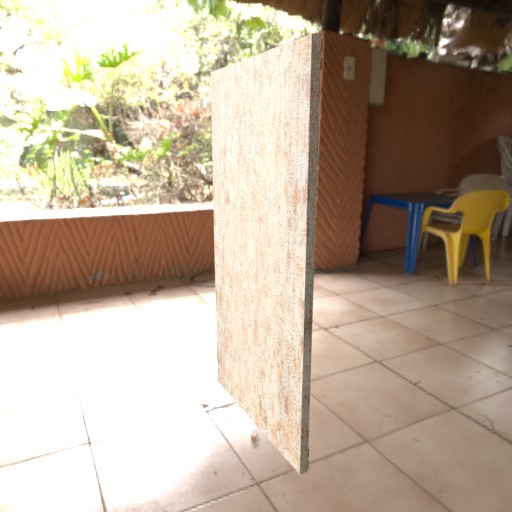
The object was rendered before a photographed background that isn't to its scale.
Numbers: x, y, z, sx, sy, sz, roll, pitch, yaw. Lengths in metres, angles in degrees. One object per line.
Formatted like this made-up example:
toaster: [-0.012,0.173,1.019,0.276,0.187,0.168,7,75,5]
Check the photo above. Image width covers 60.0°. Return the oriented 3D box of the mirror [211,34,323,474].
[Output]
mirror: [0.000,0.000,1.109,0.027,0.922,0.472,-7,15,-27]
